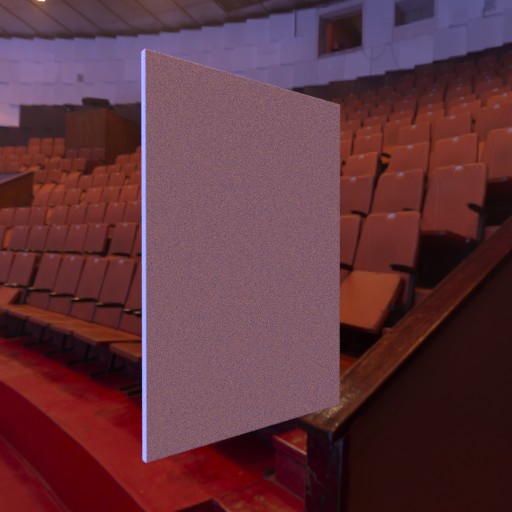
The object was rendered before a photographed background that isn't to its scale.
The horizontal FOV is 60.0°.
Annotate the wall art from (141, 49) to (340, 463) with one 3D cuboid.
[{"bbox_3d":[0.000,0.000,0.617,0.329,0.482,0.011,0,1,-37],"label":"wall art"}]
